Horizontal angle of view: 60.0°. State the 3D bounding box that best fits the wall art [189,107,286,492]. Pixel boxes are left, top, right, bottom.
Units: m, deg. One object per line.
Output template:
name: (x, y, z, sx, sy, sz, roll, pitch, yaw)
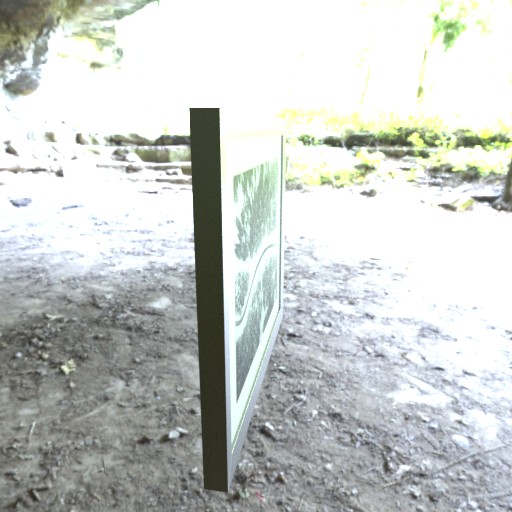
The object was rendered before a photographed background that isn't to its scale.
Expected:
wall art: (0.000, 0.000, 0.756, 0.032, 0.456, 0.557, 3, 16, 10)
